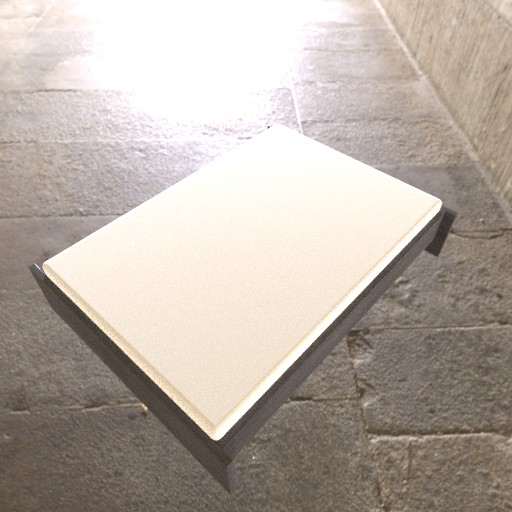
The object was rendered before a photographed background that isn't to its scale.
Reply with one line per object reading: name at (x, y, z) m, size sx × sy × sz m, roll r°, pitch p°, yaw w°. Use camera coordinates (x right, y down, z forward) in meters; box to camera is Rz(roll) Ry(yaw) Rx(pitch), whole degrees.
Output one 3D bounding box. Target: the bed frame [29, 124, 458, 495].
bed frame at (0.000, 0.000, 2.604) m, size 1.490 × 0.432 × 1.950 m, roll 34°, pitch 55°, yaw 27°
